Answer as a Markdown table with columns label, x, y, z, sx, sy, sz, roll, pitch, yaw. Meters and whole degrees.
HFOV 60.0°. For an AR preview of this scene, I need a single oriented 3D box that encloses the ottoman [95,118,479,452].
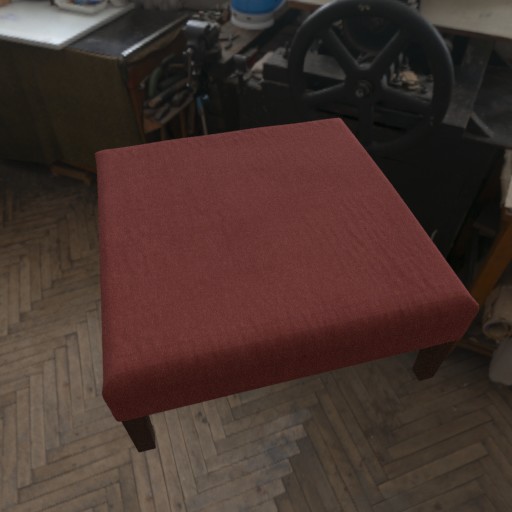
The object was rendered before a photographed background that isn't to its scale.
| label | x | y | z | sx | sy | sz | roll | pitch | yaw |
| --- | --- | --- | --- | --- | --- | --- | --- | --- | --- |
| ottoman | 0.000 | 0.000 | 1.388 | 0.889 | 0.411 | 0.890 | -11 | 49 | -10 |
